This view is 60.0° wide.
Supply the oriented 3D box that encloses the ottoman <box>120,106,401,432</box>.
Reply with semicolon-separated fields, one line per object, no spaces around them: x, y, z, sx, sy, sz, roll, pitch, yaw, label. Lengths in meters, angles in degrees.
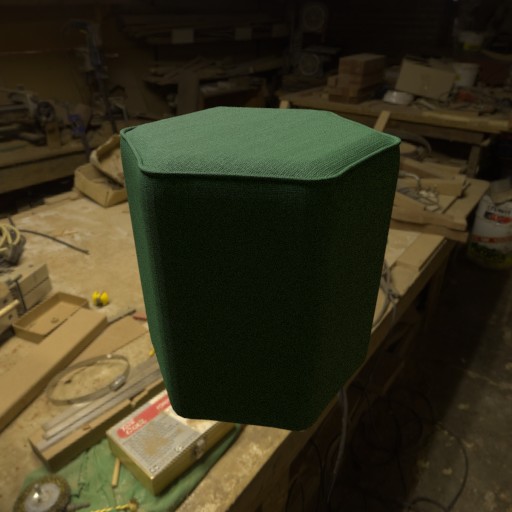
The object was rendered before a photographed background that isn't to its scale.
0.000;0.000;0.889;0.444;0.507;0.499;21;36;32;ottoman
